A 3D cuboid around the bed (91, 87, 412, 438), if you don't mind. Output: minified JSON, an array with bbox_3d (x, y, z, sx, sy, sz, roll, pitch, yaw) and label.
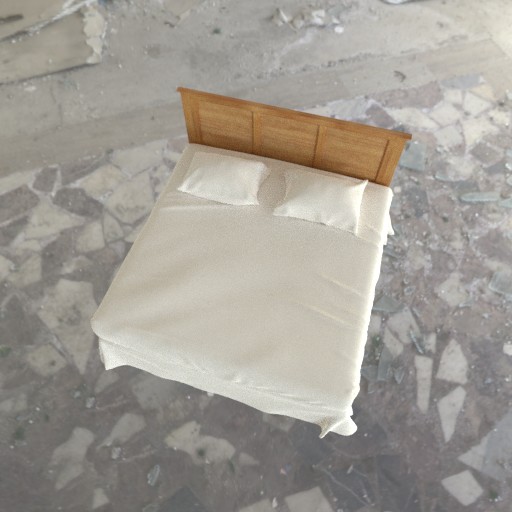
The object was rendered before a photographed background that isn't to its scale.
[{"bbox_3d":[0.000,0.000,3.665,2.317,1.270,2.215,15,59,9],"label":"bed"}]
